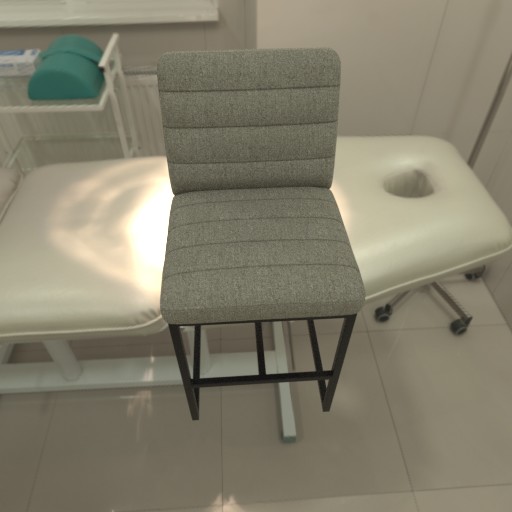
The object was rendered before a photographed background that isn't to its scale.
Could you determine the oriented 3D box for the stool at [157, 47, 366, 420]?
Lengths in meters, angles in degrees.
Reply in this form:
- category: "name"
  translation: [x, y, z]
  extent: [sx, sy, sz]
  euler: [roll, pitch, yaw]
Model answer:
- category: "stool"
  translation: [0.000, 0.000, 1.246]
  extent: [0.460, 0.940, 0.560]
  euler: [-3, 46, -3]
